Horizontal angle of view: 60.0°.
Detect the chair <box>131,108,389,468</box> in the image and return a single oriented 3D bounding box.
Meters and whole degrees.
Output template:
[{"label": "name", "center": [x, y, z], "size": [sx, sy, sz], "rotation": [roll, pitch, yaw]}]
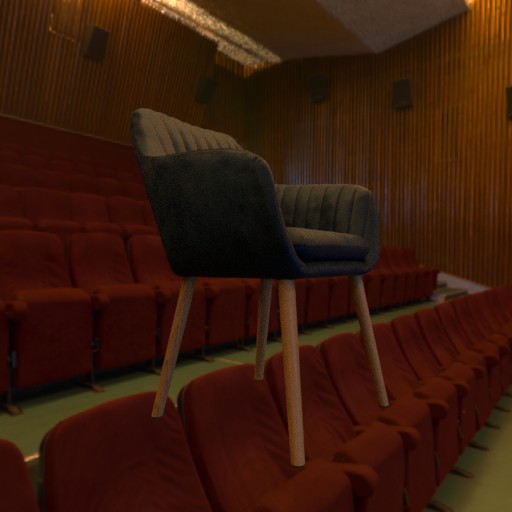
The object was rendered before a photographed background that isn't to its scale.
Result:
[{"label": "chair", "center": [0.000, 0.000, 1.214], "size": [0.573, 0.826, 0.578], "rotation": [0, 0, 38]}]
